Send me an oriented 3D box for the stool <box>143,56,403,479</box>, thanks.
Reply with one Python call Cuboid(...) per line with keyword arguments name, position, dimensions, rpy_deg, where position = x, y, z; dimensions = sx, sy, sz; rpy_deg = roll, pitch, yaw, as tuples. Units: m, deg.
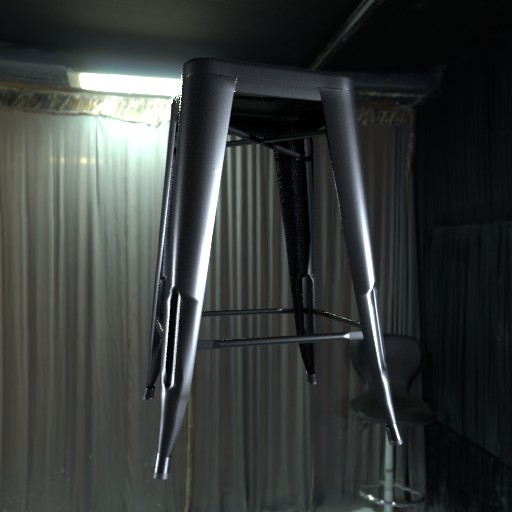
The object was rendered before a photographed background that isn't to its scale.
Cuboid(name="stool", position=(0.000, 0.000, 0.823), dimensions=(0.399, 0.609, 0.359), rpy_deg=(0, 1, -17))
